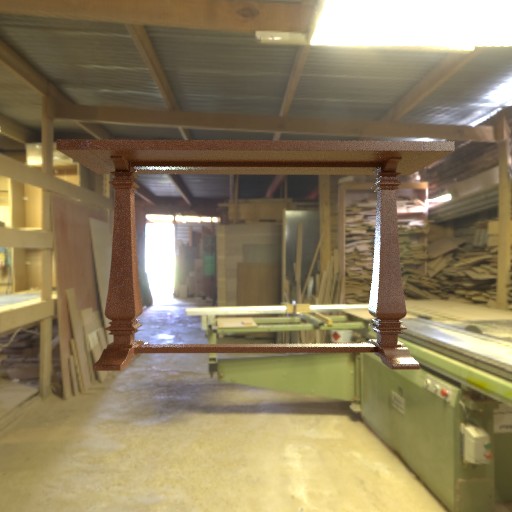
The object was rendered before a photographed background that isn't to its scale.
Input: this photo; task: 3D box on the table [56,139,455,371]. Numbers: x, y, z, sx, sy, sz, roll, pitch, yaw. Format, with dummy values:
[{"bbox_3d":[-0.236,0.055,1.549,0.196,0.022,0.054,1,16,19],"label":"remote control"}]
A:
[{"bbox_3d":[0.000,0.000,1.865,1.478,0.852,0.461,0,-1,-1],"label":"table"}]
